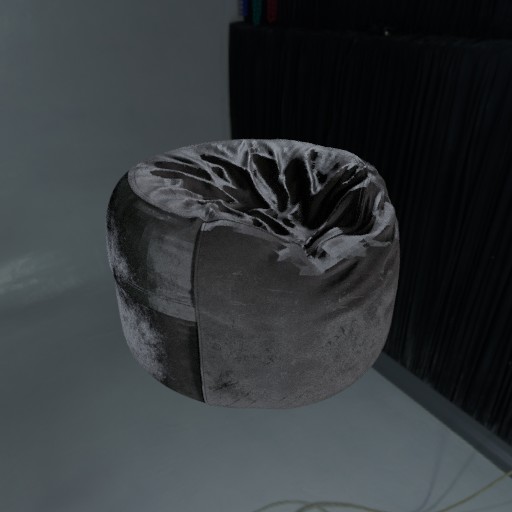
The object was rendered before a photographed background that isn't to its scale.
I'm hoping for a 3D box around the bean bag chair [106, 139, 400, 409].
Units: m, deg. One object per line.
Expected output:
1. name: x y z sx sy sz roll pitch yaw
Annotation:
1. bean bag chair: 0.000 0.000 1.466 0.918 0.605 0.918 0 29 0
